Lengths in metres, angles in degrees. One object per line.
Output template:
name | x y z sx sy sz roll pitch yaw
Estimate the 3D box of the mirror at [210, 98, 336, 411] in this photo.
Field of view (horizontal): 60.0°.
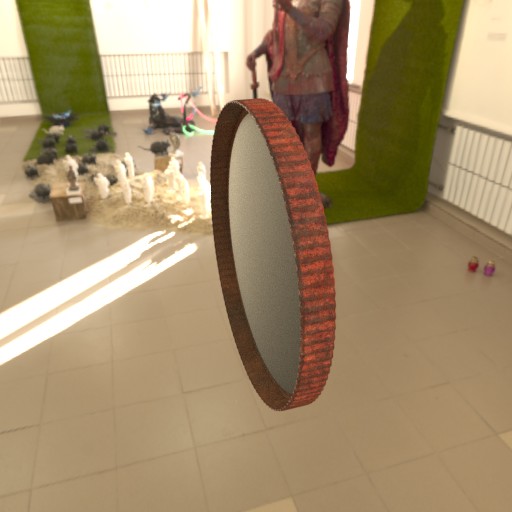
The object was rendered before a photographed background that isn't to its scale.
mirror | 0.000 0.000 0.911 0.056 0.609 0.609 -9 30 -15
